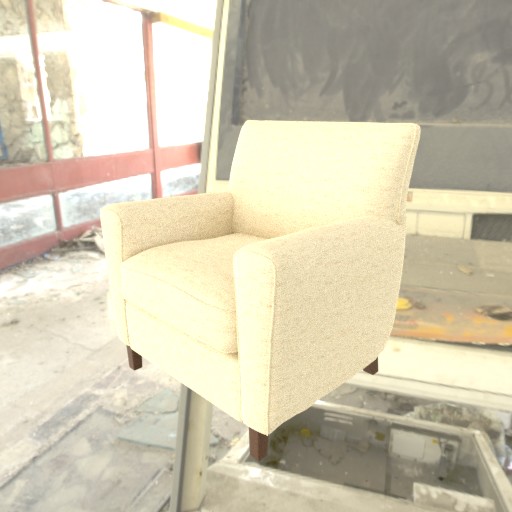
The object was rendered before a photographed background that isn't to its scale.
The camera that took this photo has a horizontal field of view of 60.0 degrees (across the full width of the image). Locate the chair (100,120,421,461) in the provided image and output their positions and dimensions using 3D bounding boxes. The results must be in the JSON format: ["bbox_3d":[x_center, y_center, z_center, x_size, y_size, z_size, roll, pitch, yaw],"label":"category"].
[{"bbox_3d":[0.000,0.000,1.636,0.870,0.943,0.823,17,24,42],"label":"chair"}]
